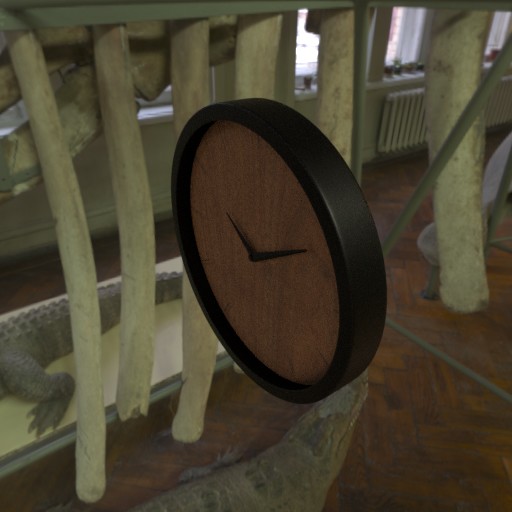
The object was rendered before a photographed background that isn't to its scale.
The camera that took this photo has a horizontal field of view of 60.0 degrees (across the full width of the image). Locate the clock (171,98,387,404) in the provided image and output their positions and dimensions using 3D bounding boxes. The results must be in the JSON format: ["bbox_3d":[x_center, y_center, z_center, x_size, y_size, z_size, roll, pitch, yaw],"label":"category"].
[{"bbox_3d":[0.000,0.000,0.469,0.040,0.314,0.314,-20,36,-30],"label":"clock"}]
